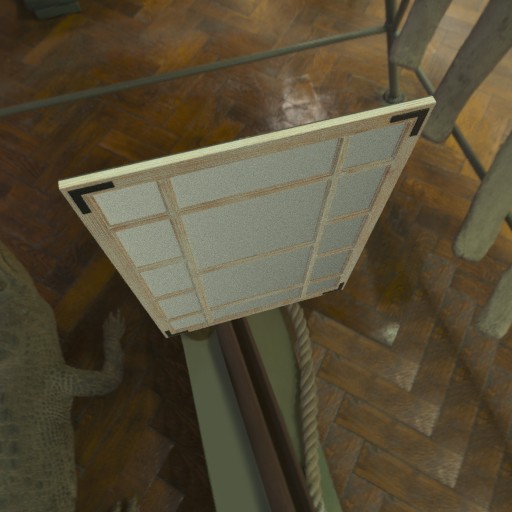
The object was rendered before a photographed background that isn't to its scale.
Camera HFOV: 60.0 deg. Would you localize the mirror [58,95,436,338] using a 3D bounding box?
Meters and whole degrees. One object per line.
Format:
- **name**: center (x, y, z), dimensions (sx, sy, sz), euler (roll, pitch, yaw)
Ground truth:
- **mirror**: center (0.000, 0.000, 1.251), dimensions (0.705, 0.996, 0.025), euler (-15, 66, -7)
